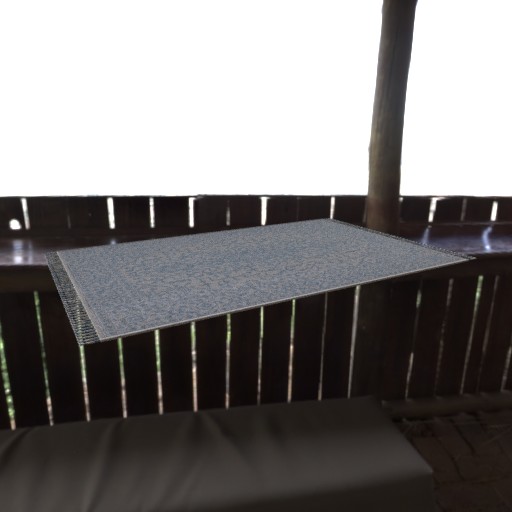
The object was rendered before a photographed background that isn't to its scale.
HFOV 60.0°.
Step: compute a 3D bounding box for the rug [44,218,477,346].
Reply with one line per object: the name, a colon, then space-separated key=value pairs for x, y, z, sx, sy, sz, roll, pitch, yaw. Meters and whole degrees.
rug: x=0.000 y=0.000 z=2.939 sx=2.438 sy=0.010 sz=1.524 roll=-9 pitch=18 yaw=-28
